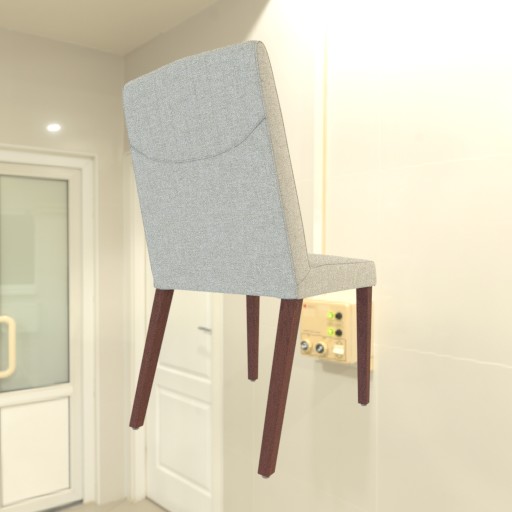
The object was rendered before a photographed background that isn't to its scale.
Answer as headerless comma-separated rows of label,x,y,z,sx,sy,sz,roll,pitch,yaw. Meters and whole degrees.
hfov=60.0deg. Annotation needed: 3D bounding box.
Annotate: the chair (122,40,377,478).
chair,0.000,0.000,1.231,0.480,0.900,0.594,1,1,36
